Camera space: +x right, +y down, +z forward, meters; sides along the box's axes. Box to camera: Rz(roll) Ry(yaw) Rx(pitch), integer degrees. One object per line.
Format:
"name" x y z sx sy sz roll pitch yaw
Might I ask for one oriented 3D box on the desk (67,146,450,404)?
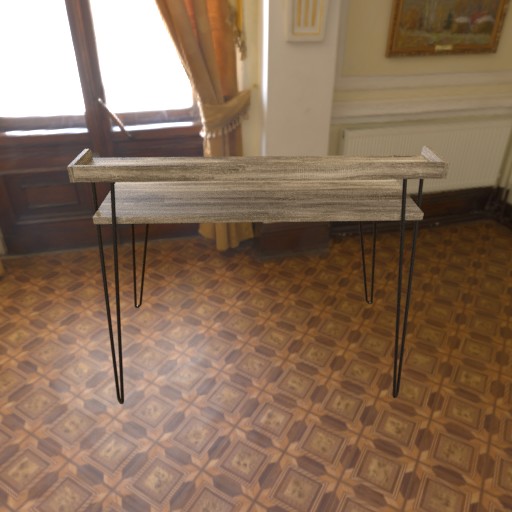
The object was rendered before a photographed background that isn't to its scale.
"desk" 0.000 0.000 1.655 1.135 0.899 0.605 -1 31 -1
